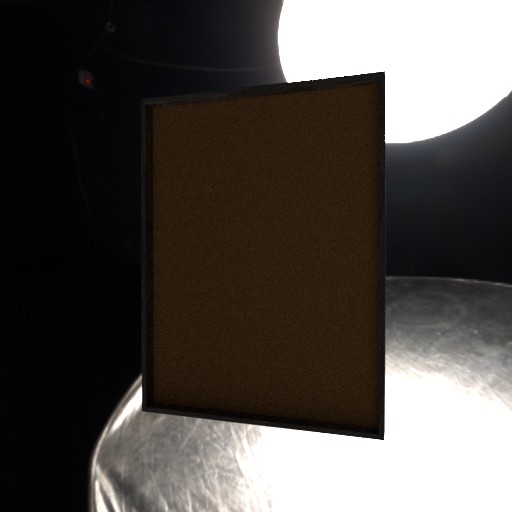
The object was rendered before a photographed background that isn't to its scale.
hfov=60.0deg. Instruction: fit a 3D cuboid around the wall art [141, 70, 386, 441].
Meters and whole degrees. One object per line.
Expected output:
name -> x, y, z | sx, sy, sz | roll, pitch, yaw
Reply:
wall art -> 0.000, 0.000, 1.359 | 0.762, 1.016, 0.063 | 0, 1, 17
